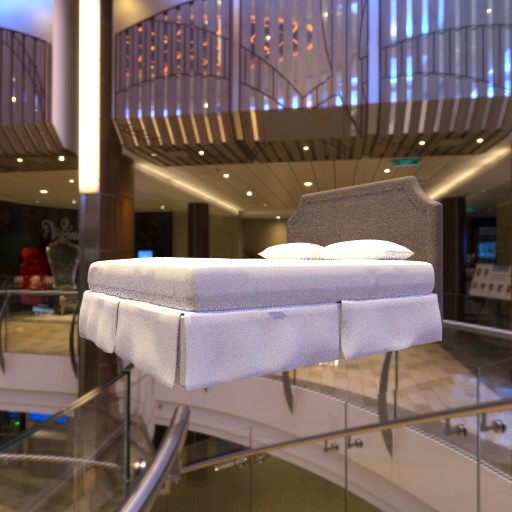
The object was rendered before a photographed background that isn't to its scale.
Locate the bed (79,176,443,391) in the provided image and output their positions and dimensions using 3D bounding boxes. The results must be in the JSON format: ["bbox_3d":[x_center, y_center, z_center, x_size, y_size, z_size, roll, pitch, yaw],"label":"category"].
[{"bbox_3d":[0.000,0.000,4.248,2.773,1.590,2.350,0,0,-36],"label":"bed"}]
